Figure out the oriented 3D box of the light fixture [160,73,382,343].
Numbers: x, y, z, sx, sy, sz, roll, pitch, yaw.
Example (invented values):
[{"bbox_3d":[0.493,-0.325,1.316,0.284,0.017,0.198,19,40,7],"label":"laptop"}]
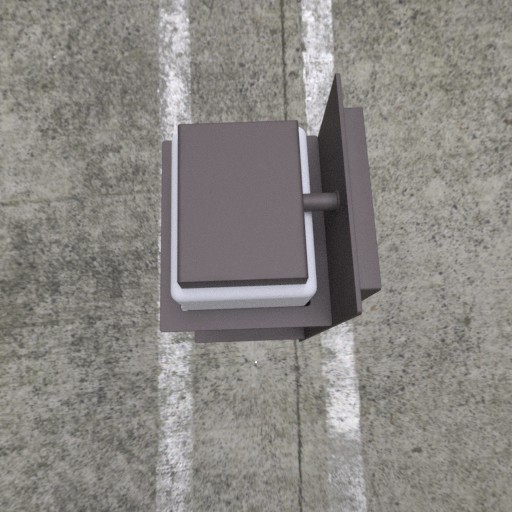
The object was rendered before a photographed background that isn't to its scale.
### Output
[{"bbox_3d":[0.000,0.000,0.431,0.146,0.347,0.153,-2,77,-1],"label":"light fixture"}]
